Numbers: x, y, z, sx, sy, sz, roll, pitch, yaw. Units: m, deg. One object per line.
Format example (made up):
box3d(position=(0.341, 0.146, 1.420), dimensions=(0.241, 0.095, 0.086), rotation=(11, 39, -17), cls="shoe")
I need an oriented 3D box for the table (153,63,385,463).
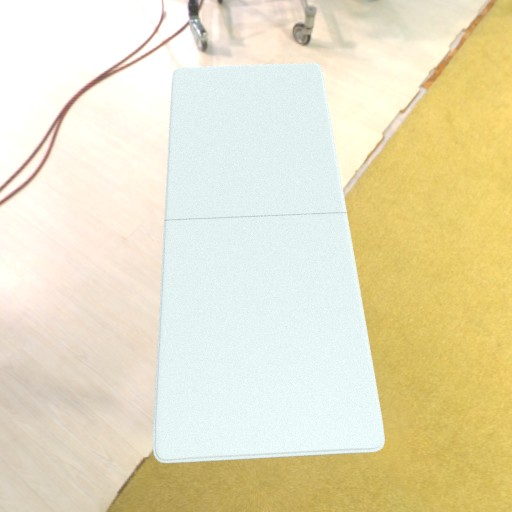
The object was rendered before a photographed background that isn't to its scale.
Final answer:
box3d(position=(0.000, 0.000, 2.157), dimensions=(0.761, 0.719, 1.829), rotation=(-3, 63, -1), cls="table")
